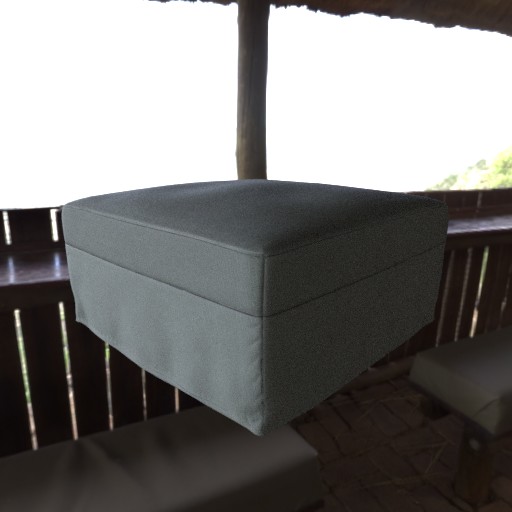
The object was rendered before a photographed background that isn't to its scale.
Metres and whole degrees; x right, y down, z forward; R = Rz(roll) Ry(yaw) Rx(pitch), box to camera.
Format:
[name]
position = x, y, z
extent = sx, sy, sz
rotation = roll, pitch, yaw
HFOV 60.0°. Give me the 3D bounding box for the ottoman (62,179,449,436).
[ottoman]
position = 0.000, 0.000, 1.349
extent = 0.843, 0.441, 0.842
rotation = 14, 21, 42
